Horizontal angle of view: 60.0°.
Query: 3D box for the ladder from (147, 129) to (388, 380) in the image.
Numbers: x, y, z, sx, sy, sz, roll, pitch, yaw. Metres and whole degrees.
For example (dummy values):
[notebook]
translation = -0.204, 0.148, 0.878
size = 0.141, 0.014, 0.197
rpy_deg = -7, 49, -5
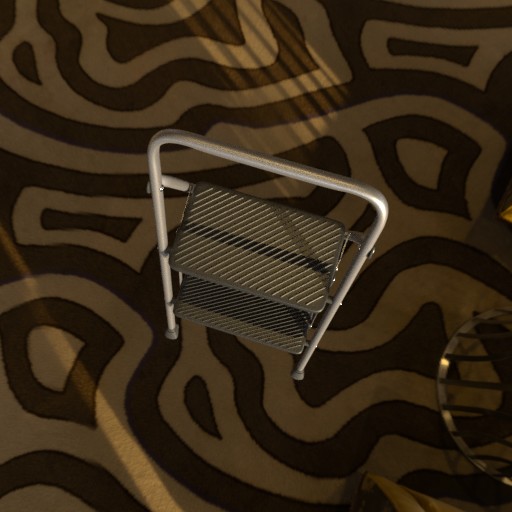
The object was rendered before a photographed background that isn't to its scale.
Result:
[ladder]
translation = 0.000, 0.000, 1.006
size = 0.430, 0.720, 0.472
rpy_deg = 17, 77, 4
